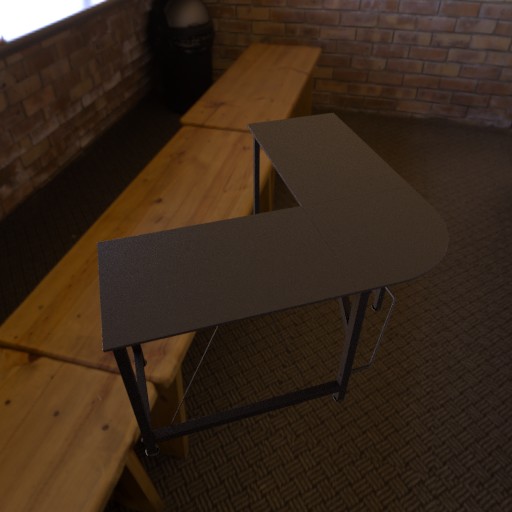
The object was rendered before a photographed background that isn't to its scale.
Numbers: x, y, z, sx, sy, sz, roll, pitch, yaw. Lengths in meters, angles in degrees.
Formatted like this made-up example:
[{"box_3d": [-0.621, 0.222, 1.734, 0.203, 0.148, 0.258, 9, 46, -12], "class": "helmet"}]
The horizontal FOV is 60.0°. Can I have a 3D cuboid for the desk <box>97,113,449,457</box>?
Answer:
[{"box_3d": [0.000, 0.000, 2.255, 1.400, 0.762, 1.400, -11, 42, -13], "class": "desk"}]
